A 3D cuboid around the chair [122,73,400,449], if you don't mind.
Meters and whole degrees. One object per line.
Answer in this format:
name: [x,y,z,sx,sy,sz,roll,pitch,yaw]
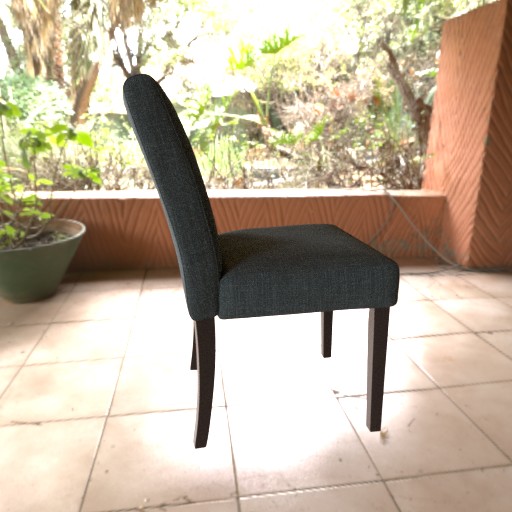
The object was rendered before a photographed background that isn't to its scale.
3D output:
chair: [0.000,0.000,1.226,0.629,0.884,0.487,-3,16,-9]
